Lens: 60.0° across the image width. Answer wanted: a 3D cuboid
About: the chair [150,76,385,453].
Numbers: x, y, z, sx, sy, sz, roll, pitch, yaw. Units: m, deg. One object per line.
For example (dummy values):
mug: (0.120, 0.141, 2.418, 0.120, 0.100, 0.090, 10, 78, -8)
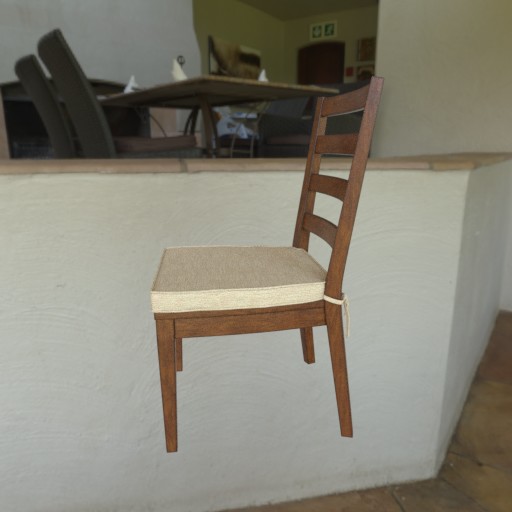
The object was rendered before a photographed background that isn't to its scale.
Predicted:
chair: (0.000, 0.000, 1.366, 0.595, 0.979, 0.593, -2, 14, -7)
